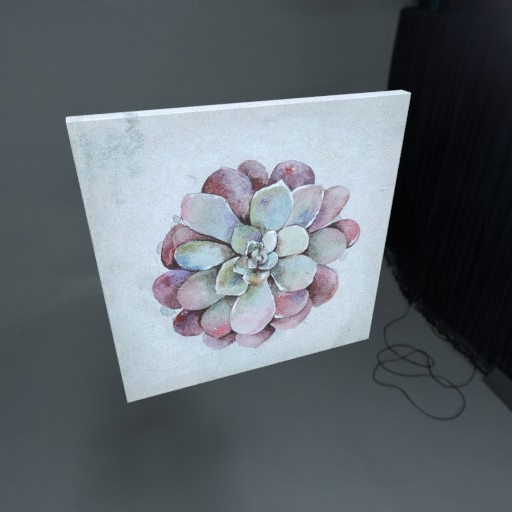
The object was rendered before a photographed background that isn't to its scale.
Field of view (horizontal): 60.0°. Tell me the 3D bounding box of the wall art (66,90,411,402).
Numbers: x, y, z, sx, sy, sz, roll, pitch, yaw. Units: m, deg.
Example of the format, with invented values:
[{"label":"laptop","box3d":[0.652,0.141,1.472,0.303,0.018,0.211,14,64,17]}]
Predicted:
[{"label":"wall art","box3d":[0.000,0.000,1.143,0.762,0.762,0.041,-11,33,-17]}]
